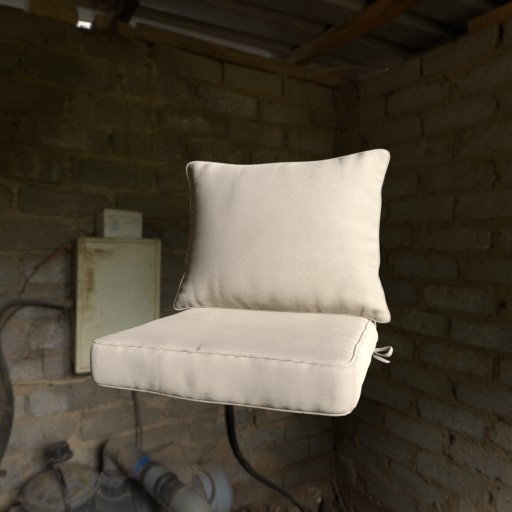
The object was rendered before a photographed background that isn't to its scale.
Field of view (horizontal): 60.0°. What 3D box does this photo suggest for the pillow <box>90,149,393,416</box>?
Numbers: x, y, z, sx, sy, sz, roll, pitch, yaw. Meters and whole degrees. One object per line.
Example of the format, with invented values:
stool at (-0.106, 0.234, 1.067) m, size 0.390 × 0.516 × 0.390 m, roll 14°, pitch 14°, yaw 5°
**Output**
pillow at (0.000, 0.000, 1.368) m, size 0.798 × 0.716 × 0.733 m, roll 1°, pitch 2°, yaw 19°
